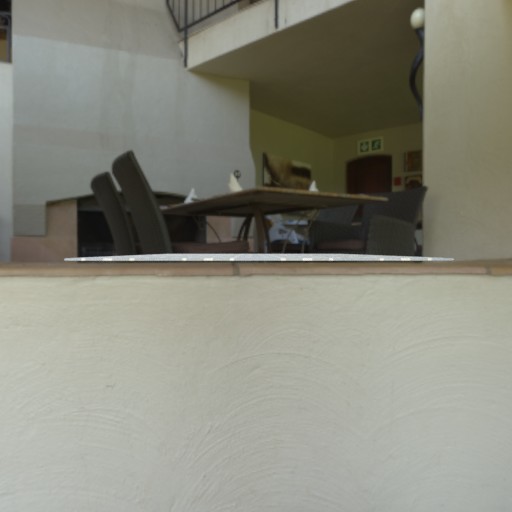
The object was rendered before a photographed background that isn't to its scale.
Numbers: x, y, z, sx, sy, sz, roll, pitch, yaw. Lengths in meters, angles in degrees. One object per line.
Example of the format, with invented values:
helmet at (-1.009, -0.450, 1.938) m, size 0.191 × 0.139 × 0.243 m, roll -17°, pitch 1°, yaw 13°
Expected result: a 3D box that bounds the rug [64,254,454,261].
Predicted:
rug at (0.000, 0.000, 2.680) m, size 1.451 × 0.010 × 2.080 m, roll 0°, pitch 1°, yaw -1°
